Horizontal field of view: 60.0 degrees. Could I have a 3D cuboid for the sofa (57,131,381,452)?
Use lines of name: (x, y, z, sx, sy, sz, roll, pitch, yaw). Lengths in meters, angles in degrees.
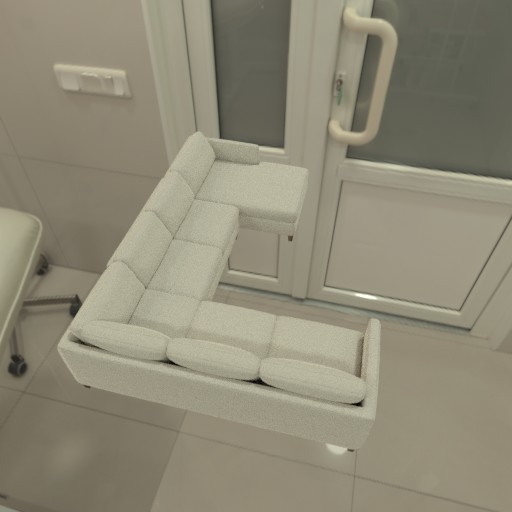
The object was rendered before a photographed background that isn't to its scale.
sofa: (0.000, 0.000, 4.576, 2.551, 0.853, 3.238, 10, 48, 9)
